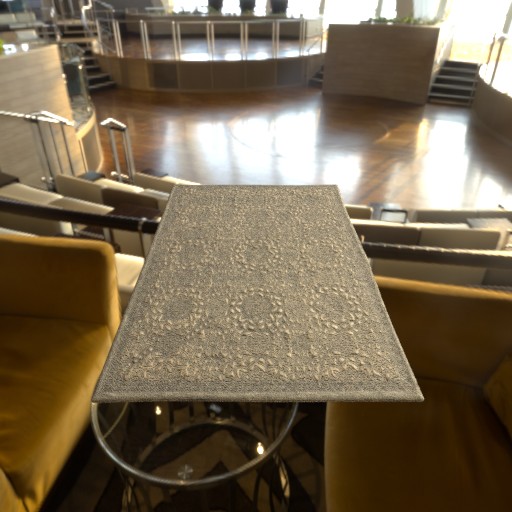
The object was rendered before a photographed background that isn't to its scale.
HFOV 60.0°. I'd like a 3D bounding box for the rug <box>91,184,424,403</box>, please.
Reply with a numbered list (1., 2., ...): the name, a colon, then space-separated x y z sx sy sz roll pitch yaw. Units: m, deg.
1. rug: 0.000 0.000 3.084 1.535 0.022 2.498 0 32 0
